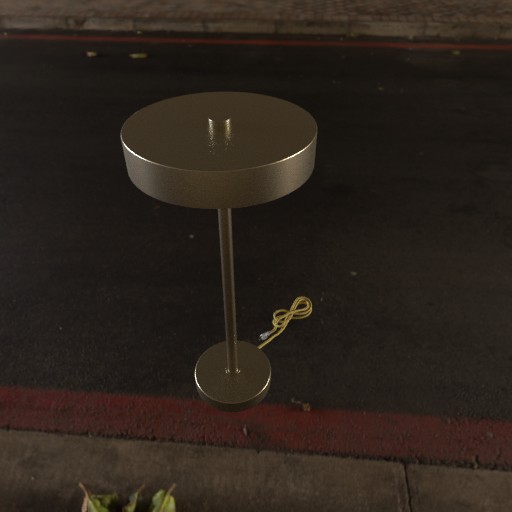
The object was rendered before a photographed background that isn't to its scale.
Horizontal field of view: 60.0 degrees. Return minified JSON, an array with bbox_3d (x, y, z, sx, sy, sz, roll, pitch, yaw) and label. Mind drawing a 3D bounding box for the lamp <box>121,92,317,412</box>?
[{"bbox_3d":[0.000,0.000,0.721,0.229,0.508,0.369,25,45,28],"label":"lamp"}]
